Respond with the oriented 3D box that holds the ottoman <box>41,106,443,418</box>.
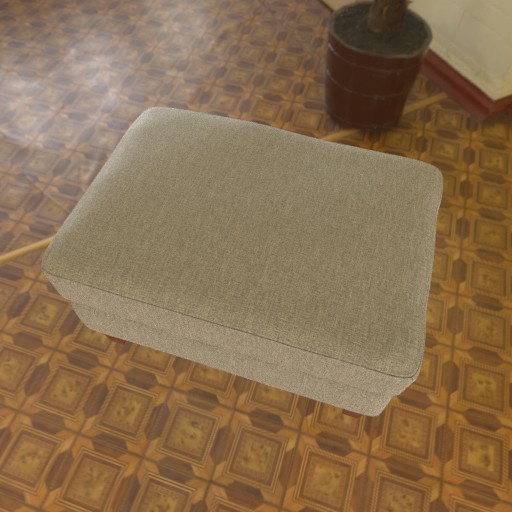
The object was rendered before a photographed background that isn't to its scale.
[{"bbox_3d":[0.000,0.000,1.249,0.873,0.494,0.639,15,58,9],"label":"ottoman"}]
